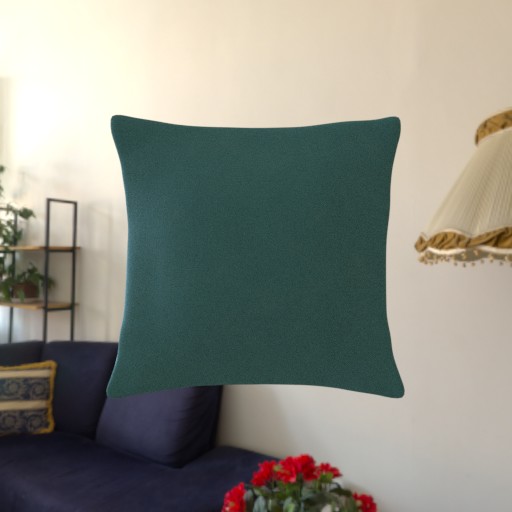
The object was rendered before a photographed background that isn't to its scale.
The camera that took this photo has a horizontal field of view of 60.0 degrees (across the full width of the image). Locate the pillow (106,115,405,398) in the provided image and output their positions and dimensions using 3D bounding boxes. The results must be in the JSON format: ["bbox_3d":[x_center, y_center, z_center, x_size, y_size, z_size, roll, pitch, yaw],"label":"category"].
[{"bbox_3d":[0.000,0.000,0.657,0.433,0.415,0.151,0,-1,-1],"label":"pillow"}]
